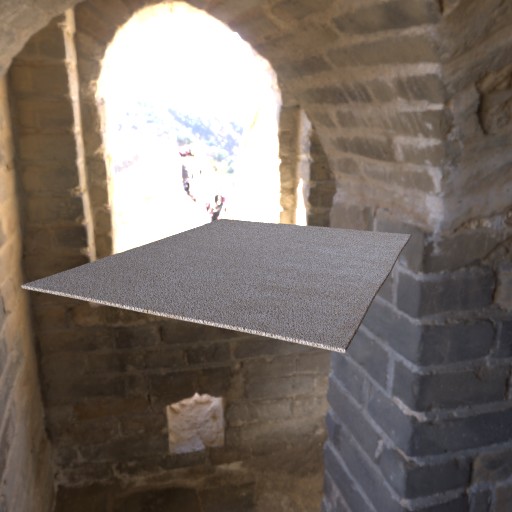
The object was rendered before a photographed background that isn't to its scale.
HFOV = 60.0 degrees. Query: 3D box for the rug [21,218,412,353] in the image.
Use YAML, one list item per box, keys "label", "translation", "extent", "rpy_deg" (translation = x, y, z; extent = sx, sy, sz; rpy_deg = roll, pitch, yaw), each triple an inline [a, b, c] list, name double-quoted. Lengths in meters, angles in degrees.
- label: "rug"
  translation: [0.000, 0.000, 4.073]
  extent: [2.400, 0.026, 3.000]
  rpy_deg: [7, 17, 24]
